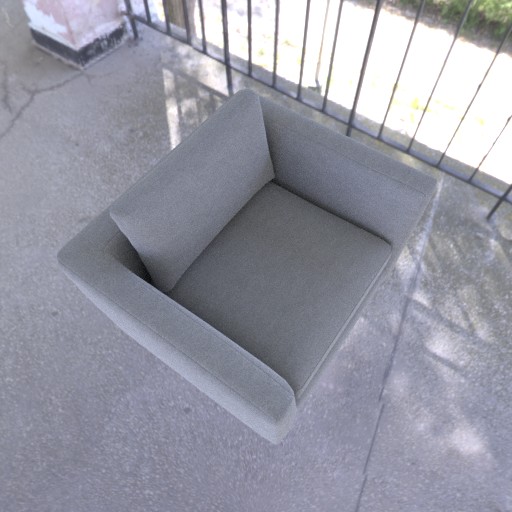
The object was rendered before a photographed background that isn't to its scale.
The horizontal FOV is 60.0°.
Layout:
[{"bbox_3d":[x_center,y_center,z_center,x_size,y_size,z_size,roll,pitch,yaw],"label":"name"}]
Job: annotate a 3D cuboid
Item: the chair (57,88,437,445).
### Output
[{"bbox_3d":[0.000,0.000,1.709,0.889,0.864,1.041,31,64,18],"label":"chair"}]
